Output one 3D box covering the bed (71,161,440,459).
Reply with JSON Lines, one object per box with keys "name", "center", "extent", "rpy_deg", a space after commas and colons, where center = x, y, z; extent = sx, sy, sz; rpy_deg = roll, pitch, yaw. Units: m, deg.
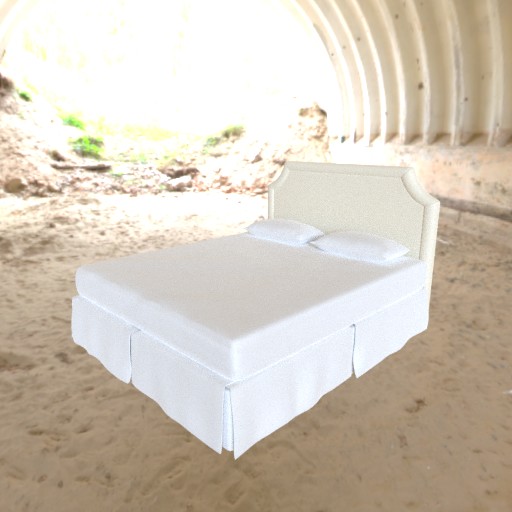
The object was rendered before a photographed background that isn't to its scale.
{"name": "bed", "center": [0.000, 0.000, 4.145], "extent": [2.773, 1.590, 2.350], "rpy_deg": [-14, 21, -43]}
